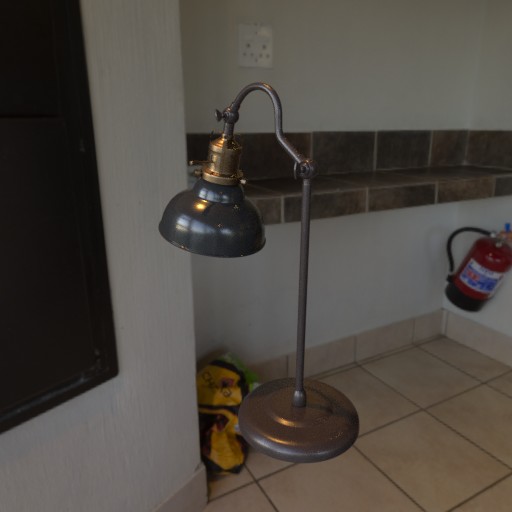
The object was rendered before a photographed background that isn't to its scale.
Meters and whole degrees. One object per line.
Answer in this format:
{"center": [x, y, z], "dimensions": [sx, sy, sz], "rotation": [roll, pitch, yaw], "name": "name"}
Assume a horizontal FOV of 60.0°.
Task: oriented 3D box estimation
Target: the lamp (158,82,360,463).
{"center": [0.000, 0.000, 0.694], "dimensions": [0.374, 0.508, 0.192], "rotation": [15, 22, 40], "name": "lamp"}
